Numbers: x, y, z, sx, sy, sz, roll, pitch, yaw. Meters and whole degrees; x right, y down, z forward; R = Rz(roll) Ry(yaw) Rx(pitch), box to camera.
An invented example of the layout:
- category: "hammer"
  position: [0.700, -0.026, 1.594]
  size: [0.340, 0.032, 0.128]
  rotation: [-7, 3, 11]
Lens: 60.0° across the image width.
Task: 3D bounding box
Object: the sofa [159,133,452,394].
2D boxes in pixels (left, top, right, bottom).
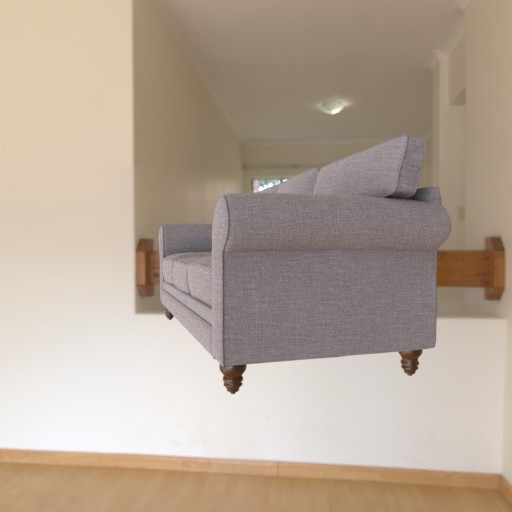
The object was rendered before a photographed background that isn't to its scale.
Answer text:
- category: "sofa"
  position: [0.000, 0.000, 2.535]
  size: [0.916, 0.961, 2.084]
  rotation: [0, 1, -18]
